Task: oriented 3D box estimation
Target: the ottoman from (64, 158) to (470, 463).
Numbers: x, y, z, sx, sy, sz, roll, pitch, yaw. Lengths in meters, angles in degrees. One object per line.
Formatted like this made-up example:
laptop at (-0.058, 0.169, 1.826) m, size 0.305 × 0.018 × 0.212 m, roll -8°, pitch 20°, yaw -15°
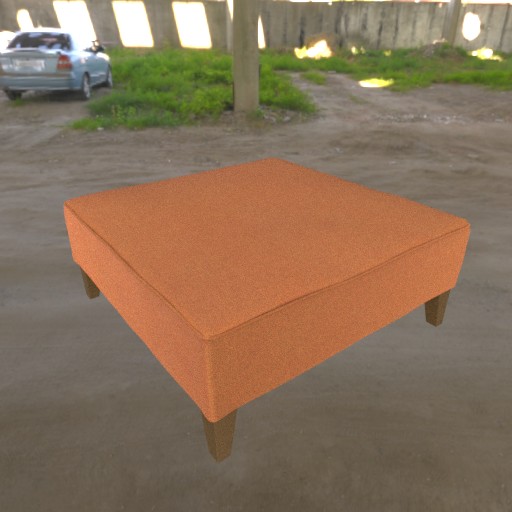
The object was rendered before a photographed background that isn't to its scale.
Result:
ottoman at (0.000, 0.000, 1.558) m, size 0.999 × 0.438 × 0.997 m, roll -19°, pitch 33°, yaw -32°
